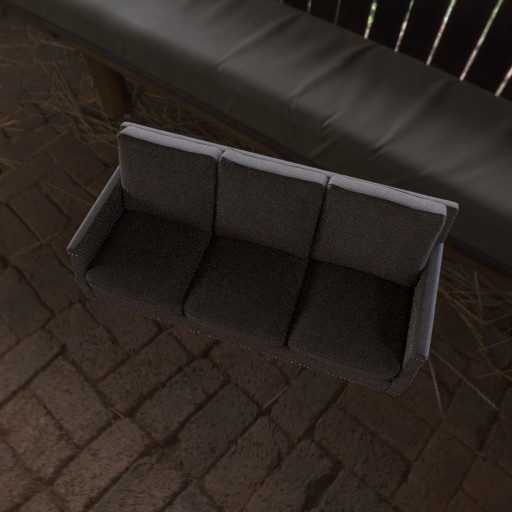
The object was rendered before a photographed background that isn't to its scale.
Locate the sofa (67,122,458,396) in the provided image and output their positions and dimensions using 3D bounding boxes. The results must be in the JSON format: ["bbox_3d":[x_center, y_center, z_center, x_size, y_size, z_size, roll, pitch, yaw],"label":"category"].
[{"bbox_3d":[0.000,0.000,2.881,2.226,1.042,1.034,16,61,9],"label":"sofa"}]
